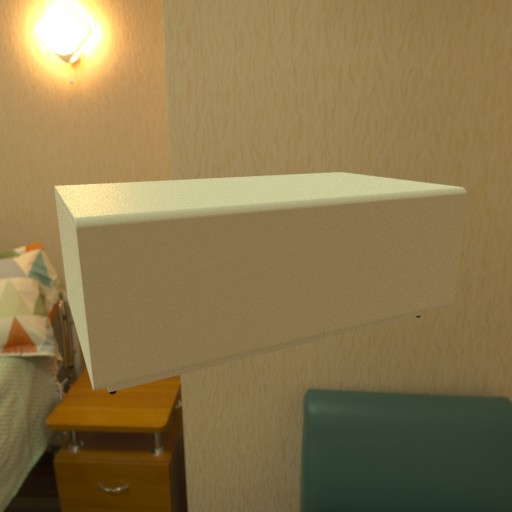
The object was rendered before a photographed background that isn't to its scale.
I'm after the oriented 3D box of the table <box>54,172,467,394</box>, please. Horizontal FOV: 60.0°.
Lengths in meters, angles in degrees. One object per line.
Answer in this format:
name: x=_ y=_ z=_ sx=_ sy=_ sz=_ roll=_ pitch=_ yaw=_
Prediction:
table: x=0.000 y=0.000 z=1.414 sx=1.097 sy=0.442 sz=0.639 roll=-8 pitch=17 yaw=-26
